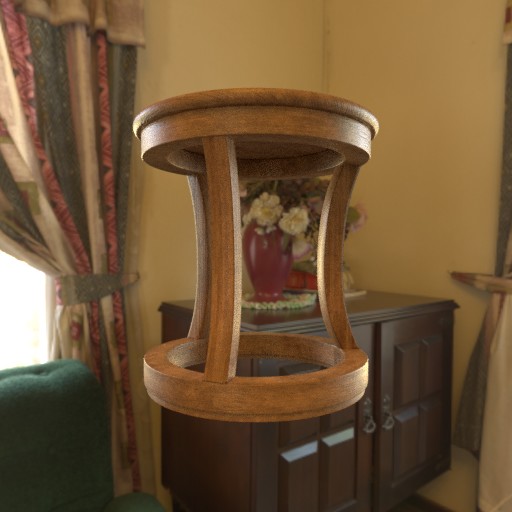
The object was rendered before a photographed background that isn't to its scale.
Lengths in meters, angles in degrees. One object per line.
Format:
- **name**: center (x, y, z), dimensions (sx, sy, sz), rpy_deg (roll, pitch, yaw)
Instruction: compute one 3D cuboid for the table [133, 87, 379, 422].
- **table**: center (0.000, 0.000, 0.811), dimensions (0.432, 0.460, 0.432), rpy_deg (0, 1, 0)
